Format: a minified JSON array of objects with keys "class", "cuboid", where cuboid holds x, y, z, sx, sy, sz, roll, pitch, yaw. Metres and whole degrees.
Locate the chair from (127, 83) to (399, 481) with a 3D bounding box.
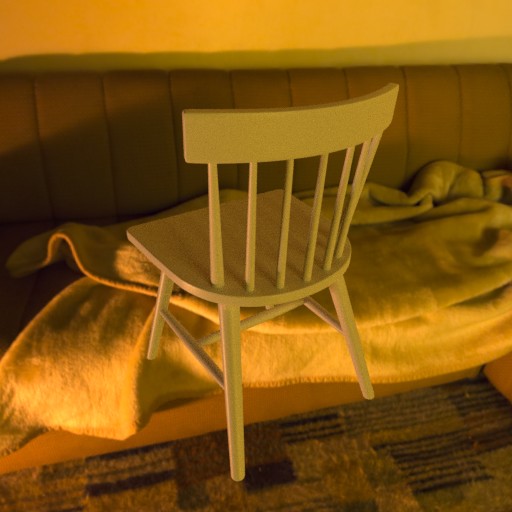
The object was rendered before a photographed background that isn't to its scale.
[{"class":"chair","cuboid":[0.000,0.000,1.074,0.483,0.787,0.500,-19,35,-29]}]
